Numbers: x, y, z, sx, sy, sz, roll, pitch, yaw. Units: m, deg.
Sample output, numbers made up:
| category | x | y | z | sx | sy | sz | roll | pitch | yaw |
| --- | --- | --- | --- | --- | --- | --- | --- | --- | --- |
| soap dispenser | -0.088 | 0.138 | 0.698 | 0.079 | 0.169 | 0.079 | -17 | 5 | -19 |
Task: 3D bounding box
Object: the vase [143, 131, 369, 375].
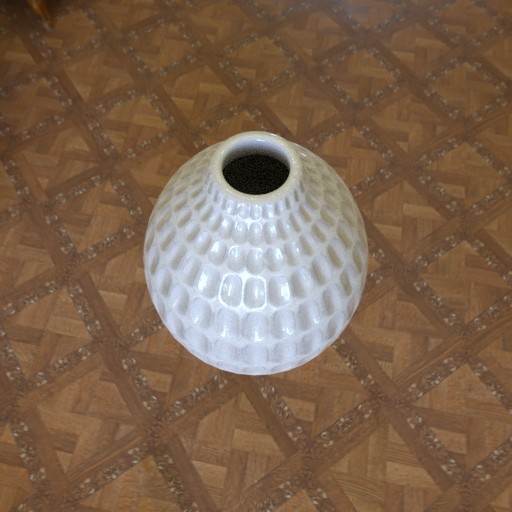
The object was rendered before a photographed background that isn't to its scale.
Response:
| category | x | y | z | sx | sy | sz | roll | pitch | yaw |
| --- | --- | --- | --- | --- | --- | --- | --- | --- | --- |
| vase | 0.000 | 0.000 | 0.258 | 0.128 | 0.167 | 0.128 | 0 | 63 | 0 |
